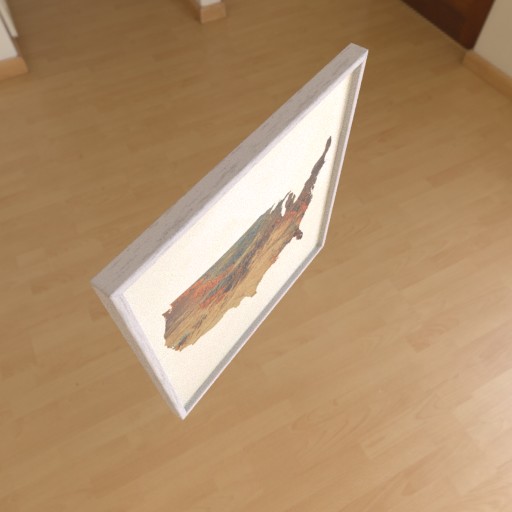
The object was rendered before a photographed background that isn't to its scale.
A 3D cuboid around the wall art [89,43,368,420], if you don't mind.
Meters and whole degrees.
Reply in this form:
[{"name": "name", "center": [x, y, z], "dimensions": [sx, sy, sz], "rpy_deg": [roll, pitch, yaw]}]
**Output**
[{"name": "wall art", "center": [0.000, 0.000, 1.908], "dimensions": [0.078, 1.288, 1.287], "rpy_deg": [32, 63, 19]}]
